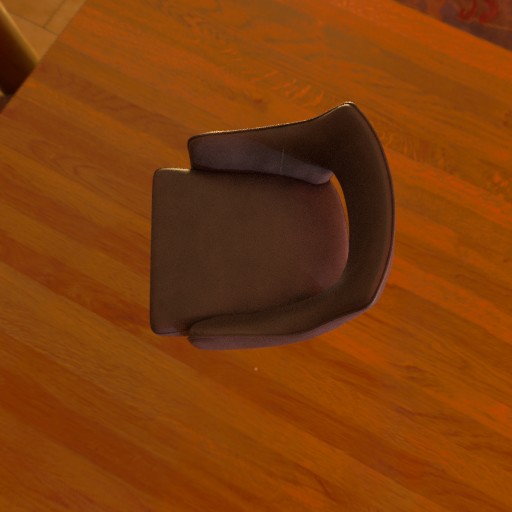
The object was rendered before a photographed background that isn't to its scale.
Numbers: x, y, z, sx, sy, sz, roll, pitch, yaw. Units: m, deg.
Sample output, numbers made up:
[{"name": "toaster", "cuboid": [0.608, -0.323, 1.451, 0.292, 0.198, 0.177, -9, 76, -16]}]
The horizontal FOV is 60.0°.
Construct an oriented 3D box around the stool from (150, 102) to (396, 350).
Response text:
[{"name": "stool", "cuboid": [0.000, 0.000, 1.309, 0.560, 0.936, 0.550, -2, 76, -1]}]
